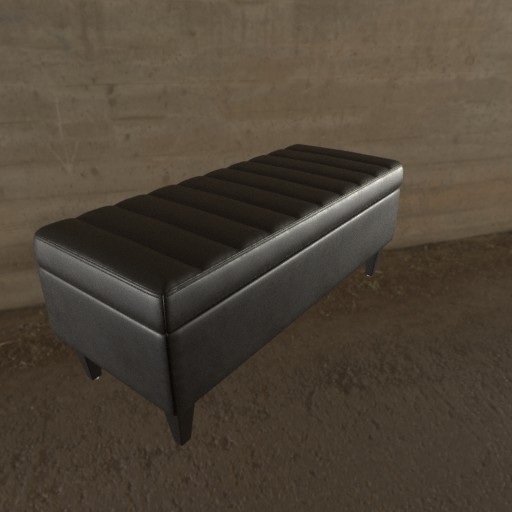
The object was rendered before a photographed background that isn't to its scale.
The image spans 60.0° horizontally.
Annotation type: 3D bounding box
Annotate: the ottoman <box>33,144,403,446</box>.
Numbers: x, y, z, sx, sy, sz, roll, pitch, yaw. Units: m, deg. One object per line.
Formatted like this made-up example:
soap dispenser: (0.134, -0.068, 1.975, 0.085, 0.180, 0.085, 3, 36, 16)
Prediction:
ottoman: (0.000, 0.000, 1.408, 0.482, 0.469, 1.151, 20, 33, 33)
